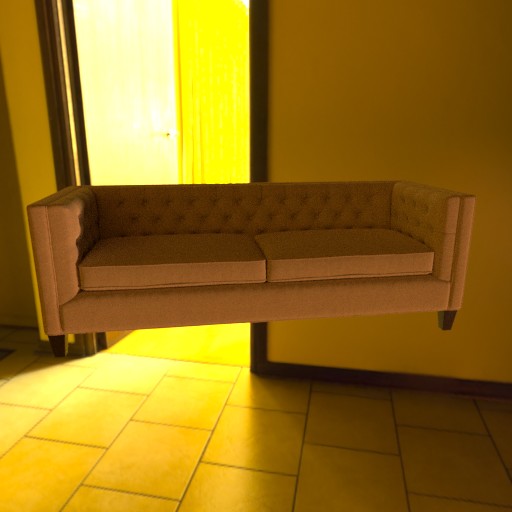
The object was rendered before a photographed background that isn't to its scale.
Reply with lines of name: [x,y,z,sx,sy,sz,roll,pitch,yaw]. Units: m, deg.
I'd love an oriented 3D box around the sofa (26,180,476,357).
sofa: [0.000,0.000,2.558,2.159,0.762,0.775,-2,16,-8]
